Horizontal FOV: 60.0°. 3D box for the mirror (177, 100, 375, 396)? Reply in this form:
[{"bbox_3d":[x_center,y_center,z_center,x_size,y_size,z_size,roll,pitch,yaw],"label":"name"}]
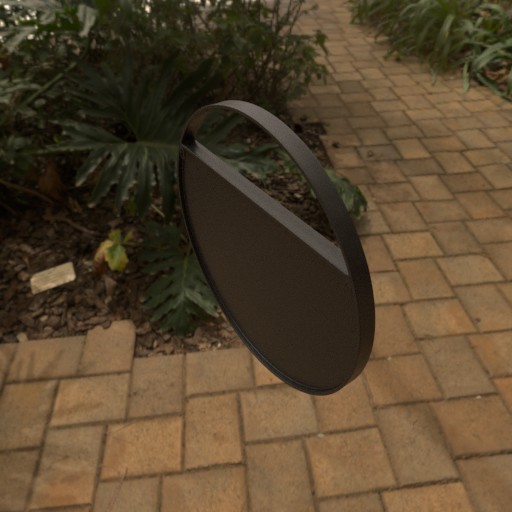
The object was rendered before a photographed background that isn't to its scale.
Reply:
[{"bbox_3d":[0.000,0.000,0.842,0.032,0.565,0.565,-25,47,-26],"label":"mirror"}]
